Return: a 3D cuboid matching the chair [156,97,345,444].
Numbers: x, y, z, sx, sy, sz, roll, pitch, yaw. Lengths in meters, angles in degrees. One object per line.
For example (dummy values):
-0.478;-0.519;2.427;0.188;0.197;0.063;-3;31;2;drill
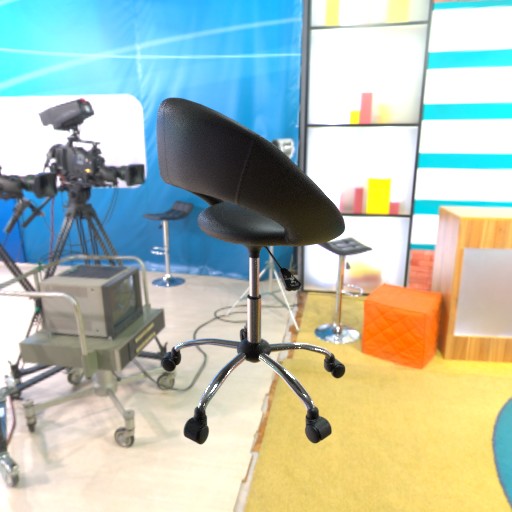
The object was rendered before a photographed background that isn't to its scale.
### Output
0.000;0.000;1.198;0.538;0.791;0.612;-8;17;-27;chair
